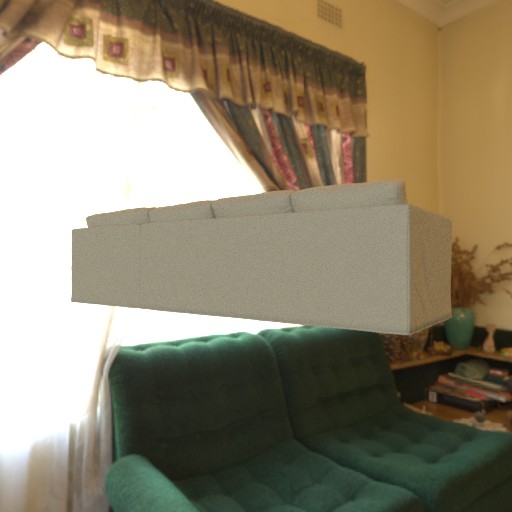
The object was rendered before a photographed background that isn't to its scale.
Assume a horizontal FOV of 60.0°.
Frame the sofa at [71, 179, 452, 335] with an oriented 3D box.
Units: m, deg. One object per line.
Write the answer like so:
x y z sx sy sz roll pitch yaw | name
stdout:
0.000 0.000 3.880 3.177 0.867 1.622 0 -1 36 | sofa
